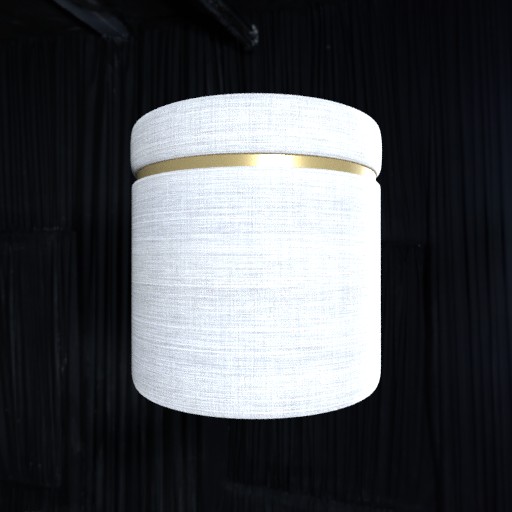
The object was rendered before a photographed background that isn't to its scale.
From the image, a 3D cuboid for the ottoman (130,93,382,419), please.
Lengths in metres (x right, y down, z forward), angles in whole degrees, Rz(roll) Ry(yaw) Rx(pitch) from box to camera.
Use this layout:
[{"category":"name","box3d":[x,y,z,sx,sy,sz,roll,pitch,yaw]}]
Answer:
[{"category":"ottoman","box3d":[0.000,0.000,0.733,0.400,0.406,0.400,0,0,0]}]
